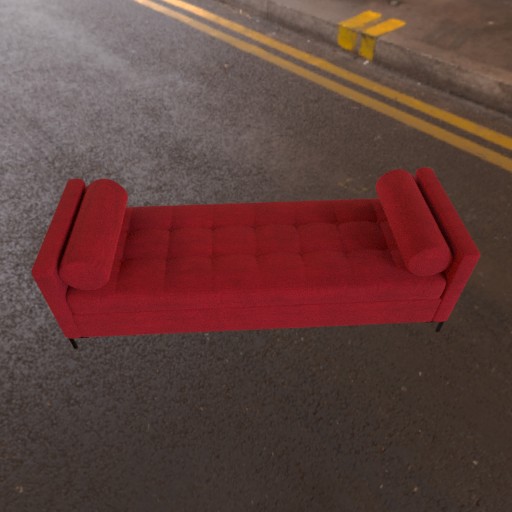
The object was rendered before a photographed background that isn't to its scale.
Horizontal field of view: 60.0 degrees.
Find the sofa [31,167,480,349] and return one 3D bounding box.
[{"bbox_3d":[0.000,0.000,2.385,1.981,0.635,0.686,-2,46,-2],"label":"sofa"}]
